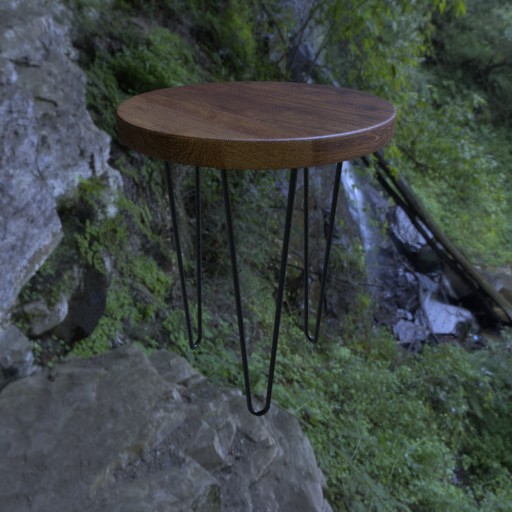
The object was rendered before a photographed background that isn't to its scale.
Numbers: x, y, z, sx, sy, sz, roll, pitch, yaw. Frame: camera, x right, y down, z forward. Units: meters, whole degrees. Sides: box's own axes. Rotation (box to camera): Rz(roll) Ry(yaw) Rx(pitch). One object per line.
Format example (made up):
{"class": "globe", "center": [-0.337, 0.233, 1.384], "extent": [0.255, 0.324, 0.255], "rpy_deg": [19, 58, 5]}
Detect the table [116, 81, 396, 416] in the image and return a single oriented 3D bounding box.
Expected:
{"class": "table", "center": [0.000, 0.000, 0.781], "extent": [0.400, 0.520, 0.400], "rpy_deg": [0, 30, 0]}
